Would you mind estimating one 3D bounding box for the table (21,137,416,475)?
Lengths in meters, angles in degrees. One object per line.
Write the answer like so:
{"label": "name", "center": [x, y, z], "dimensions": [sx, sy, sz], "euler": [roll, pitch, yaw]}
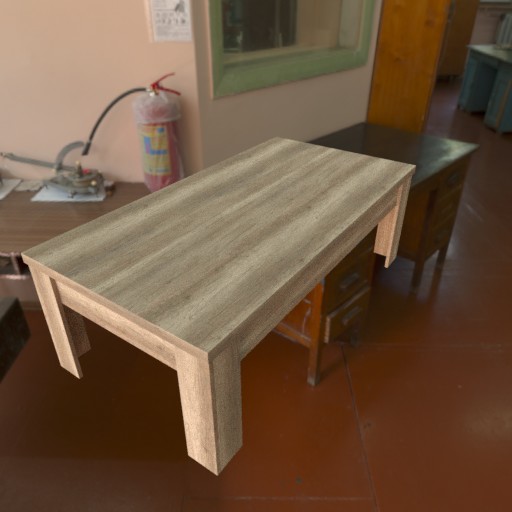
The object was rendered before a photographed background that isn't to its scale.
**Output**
{"label": "table", "center": [0.000, 0.000, 1.690], "dimensions": [0.700, 0.460, 1.350], "euler": [20, 37, 29]}
